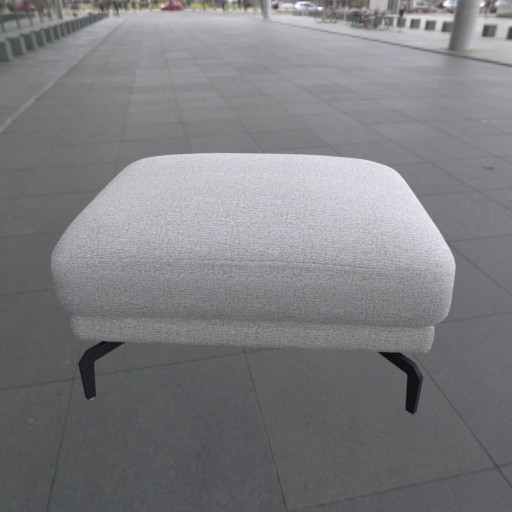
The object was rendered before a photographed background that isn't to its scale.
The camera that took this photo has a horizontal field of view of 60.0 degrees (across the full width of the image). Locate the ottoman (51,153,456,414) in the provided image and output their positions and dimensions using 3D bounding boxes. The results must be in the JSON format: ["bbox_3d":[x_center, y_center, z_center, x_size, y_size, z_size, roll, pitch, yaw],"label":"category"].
[{"bbox_3d":[0.000,0.000,1.077,0.772,0.420,0.568,2,30,3],"label":"ottoman"}]
